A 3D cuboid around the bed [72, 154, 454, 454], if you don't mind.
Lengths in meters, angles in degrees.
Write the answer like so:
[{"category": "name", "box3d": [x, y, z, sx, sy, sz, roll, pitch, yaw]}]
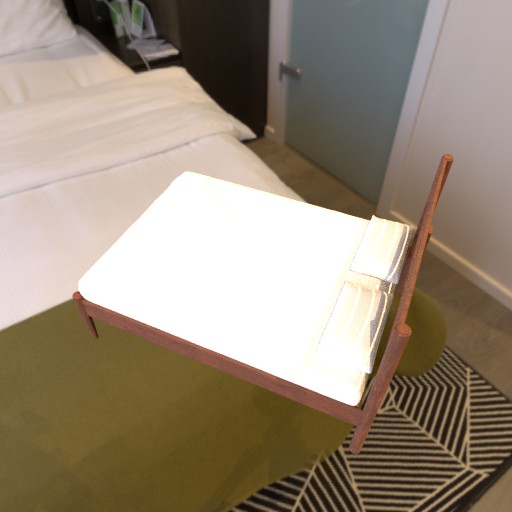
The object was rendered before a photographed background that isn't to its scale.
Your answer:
[{"category": "bed", "box3d": [0.000, 0.000, 3.098, 2.093, 1.304, 1.509, 18, 48, 17]}]
